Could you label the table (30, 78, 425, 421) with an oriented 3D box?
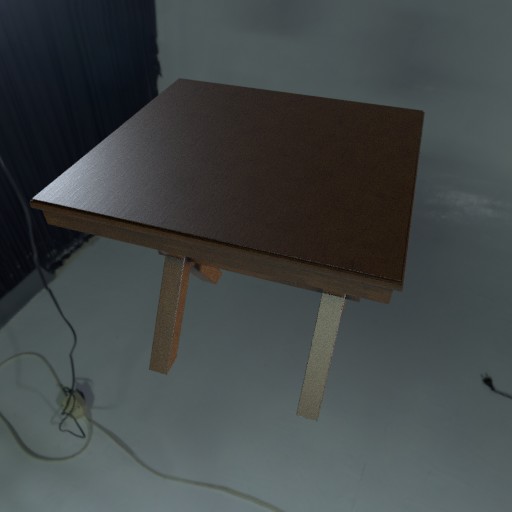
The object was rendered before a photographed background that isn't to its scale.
[{"bbox_3d":[0.000,0.000,1.042,0.602,0.562,0.560,13,44,14],"label":"table"}]
